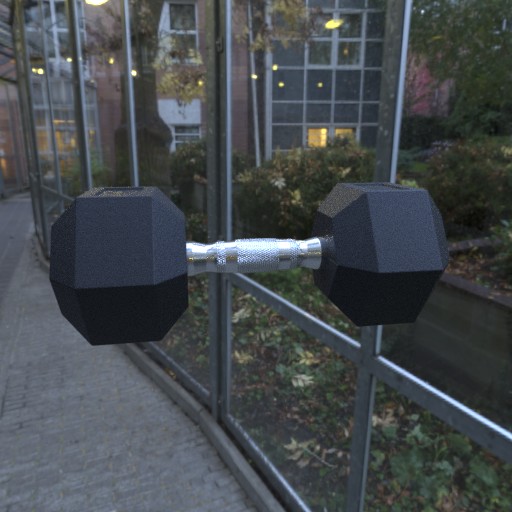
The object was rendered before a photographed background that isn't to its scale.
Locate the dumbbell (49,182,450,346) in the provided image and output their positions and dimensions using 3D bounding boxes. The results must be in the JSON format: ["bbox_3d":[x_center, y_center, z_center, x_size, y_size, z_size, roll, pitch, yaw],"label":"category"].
[{"bbox_3d":[0.000,0.000,0.408,0.337,0.123,0.142,-2,15,-9],"label":"dumbbell"}]
